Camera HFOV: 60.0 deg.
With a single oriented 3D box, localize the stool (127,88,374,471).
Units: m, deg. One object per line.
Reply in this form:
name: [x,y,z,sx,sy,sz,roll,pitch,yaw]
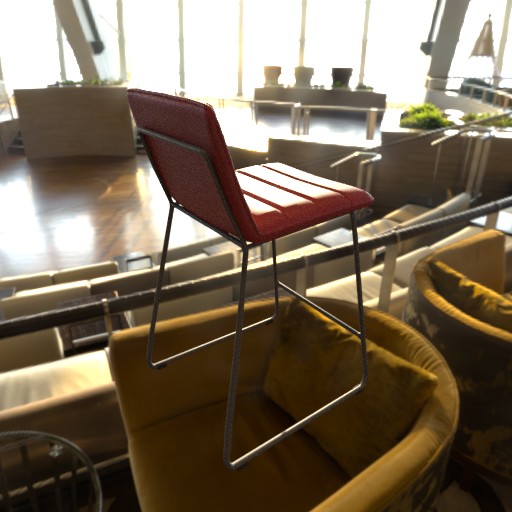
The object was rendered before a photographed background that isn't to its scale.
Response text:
stool: [0.000,0.000,1.209,0.524,0.866,0.489,-17,31,-32]
